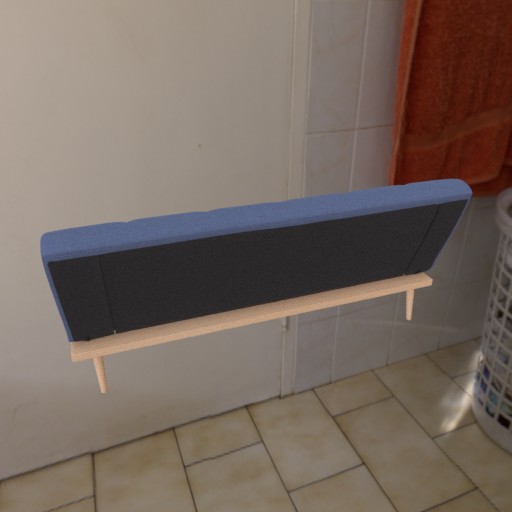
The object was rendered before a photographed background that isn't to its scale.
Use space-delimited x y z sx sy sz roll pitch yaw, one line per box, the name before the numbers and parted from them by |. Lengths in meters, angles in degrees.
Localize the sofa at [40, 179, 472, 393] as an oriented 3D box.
sofa | 0.000 0.000 2.190 1.800 0.800 0.796 -10 30 -17
